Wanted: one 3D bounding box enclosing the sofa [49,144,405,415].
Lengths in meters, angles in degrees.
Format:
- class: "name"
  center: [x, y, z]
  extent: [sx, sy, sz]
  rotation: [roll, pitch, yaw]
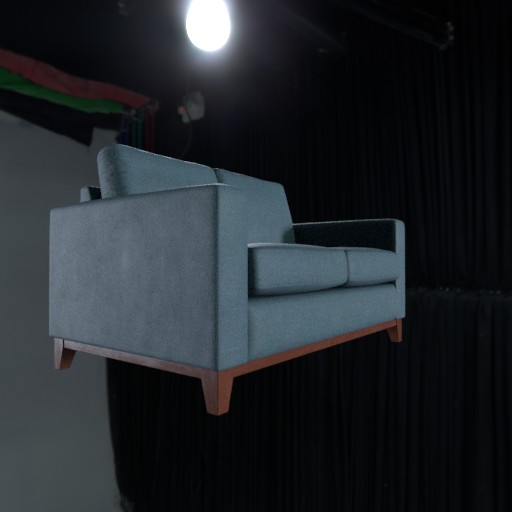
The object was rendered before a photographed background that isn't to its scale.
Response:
- class: "sofa"
  center: [0.000, 0.000, 2.062]
  extent: [0.955, 0.903, 1.489]
  rotation: [0, -1, 38]
